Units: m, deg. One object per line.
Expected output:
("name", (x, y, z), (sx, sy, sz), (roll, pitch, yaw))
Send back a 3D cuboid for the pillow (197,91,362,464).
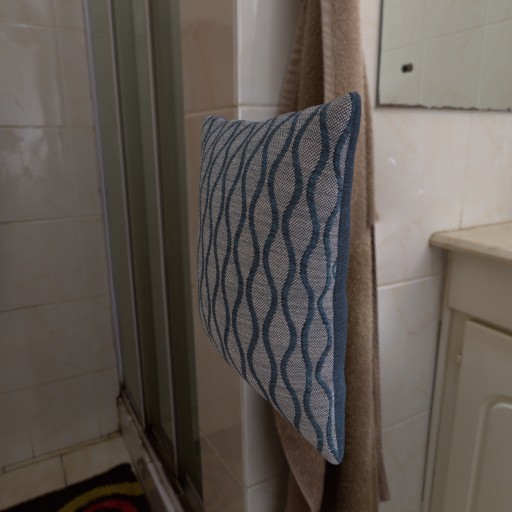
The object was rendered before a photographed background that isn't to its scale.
("pillow", (0.000, 0.000, 0.674), (0.159, 0.435, 0.435), (-7, 16, -26))
